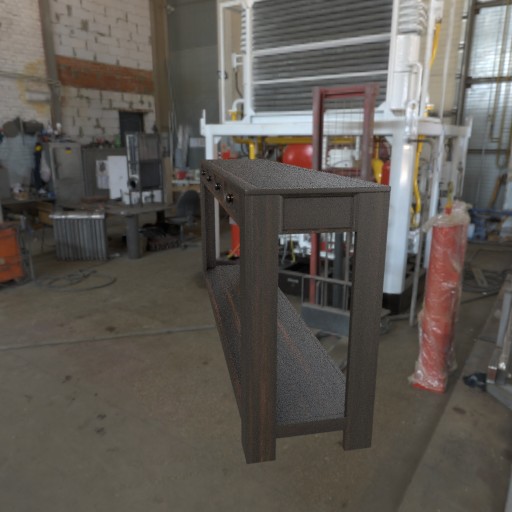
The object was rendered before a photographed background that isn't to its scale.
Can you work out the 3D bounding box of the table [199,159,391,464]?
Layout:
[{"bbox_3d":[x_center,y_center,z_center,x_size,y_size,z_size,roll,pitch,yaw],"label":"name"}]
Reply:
[{"bbox_3d":[0.000,0.000,1.944,0.384,0.762,1.631,-3,15,-10],"label":"table"}]
